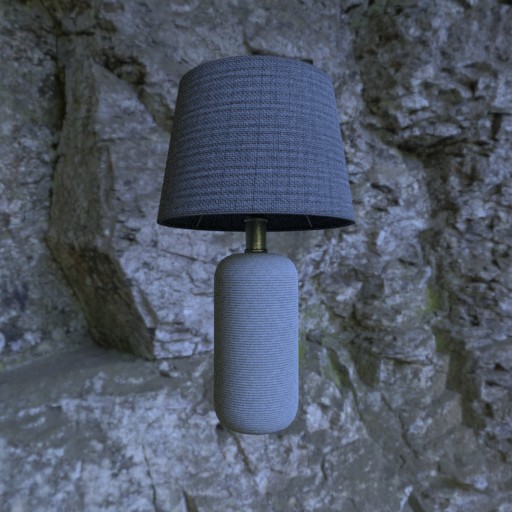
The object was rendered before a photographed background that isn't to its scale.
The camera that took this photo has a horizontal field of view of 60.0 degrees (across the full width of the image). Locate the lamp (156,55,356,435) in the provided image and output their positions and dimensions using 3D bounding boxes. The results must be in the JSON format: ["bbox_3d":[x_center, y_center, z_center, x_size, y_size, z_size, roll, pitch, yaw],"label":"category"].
[{"bbox_3d":[0.000,0.000,0.572,0.251,0.429,0.251,0,-1,0],"label":"lamp"}]
